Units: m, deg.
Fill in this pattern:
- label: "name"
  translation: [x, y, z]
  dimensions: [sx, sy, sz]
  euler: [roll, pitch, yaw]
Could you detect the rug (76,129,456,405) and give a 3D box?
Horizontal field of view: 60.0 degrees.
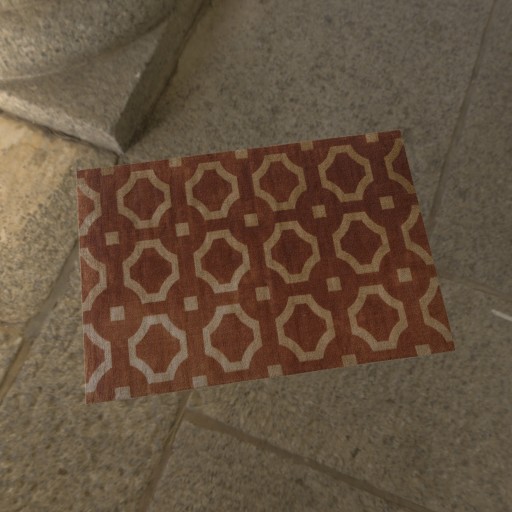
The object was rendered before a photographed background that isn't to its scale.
- label: "rug"
  translation: [0.000, 0.000, 2.900]
  dimensions: [2.286, 0.016, 1.555]
  euler: [-8, 75, -2]
